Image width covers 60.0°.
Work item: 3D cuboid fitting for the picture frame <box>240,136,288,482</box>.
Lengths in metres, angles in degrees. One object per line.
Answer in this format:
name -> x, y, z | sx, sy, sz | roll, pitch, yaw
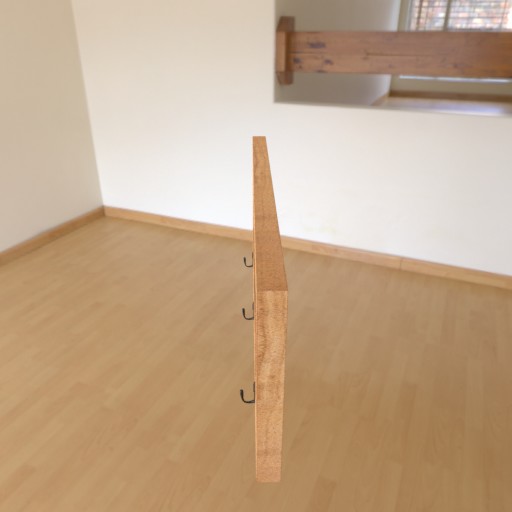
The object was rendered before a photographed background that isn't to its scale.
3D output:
picture frame -> 0.000, 0.000, 0.669 | 0.045, 0.234, 0.582 | 0, 27, -1
